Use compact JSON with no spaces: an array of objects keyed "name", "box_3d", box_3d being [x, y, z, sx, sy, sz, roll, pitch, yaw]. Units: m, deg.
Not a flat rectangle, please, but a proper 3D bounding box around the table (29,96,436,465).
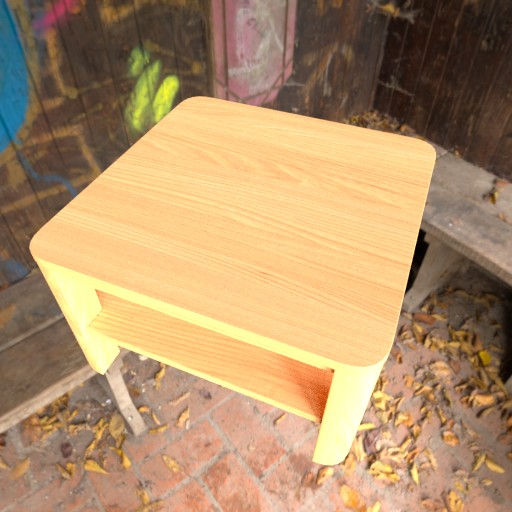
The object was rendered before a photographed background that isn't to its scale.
[{"name":"table","box_3d":[0.000,0.000,1.205,0.750,0.450,0.750,16,48,15]}]
